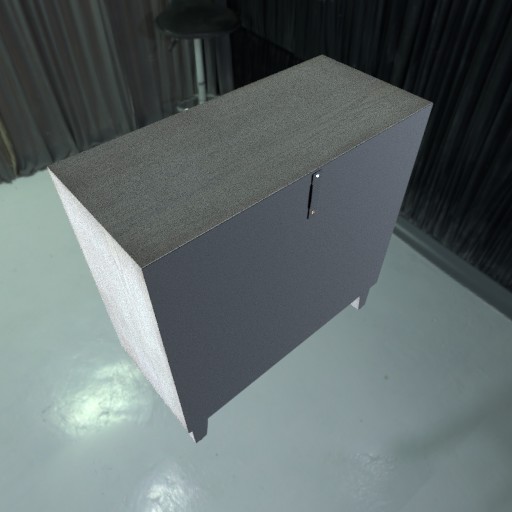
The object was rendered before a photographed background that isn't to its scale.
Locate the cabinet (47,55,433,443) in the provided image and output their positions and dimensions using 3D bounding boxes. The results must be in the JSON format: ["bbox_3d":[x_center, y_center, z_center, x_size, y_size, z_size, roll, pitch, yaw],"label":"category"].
[{"bbox_3d":[0.000,0.000,1.239,0.781,0.787,0.370,-33,55,-27],"label":"cabinet"}]
